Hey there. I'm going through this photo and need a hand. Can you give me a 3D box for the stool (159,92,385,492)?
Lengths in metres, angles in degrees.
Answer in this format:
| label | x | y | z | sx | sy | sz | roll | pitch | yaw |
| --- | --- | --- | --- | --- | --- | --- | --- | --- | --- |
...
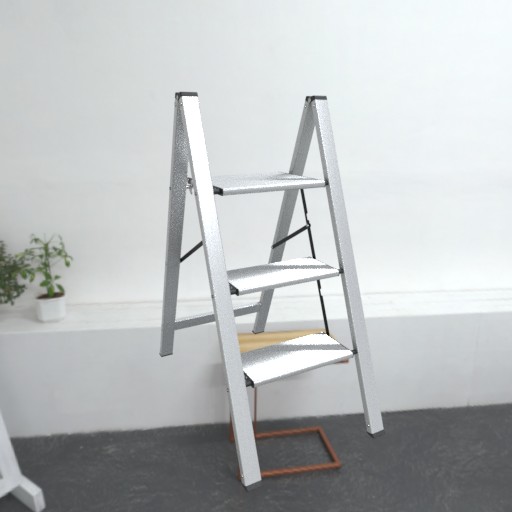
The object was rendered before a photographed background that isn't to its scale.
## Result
| label | x | y | z | sx | sy | sz | roll | pitch | yaw |
| --- | --- | --- | --- | --- | --- | --- | --- | --- | --- |
| stool | 0.000 | 0.000 | 1.315 | 0.441 | 0.902 | 0.730 | -9 | 19 | -27 |
